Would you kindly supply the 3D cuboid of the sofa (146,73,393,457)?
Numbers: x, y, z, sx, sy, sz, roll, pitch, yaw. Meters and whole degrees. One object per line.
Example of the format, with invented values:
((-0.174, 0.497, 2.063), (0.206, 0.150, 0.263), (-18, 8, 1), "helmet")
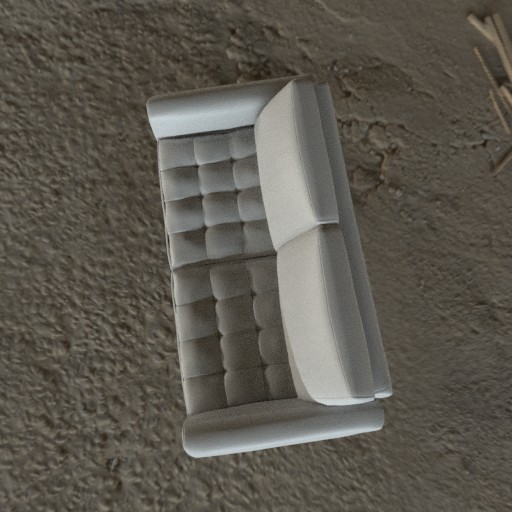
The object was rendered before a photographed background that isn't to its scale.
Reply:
((0.000, 0.000, 2.684), (1.121, 0.930, 2.177), (-8, 78, -2), "sofa")
